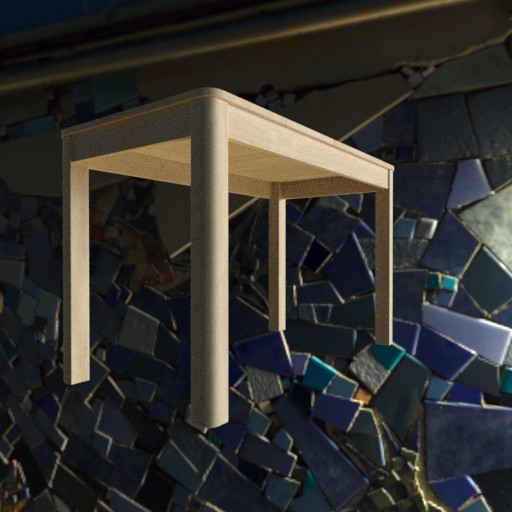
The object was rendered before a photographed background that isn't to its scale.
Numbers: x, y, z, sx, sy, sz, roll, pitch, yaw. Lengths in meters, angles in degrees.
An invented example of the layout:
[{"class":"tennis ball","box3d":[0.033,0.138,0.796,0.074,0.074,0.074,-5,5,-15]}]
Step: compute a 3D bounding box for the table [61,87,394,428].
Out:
[{"class":"table","box3d":[0.000,0.000,1.932,0.750,0.900,1.400,0,1,37]}]
